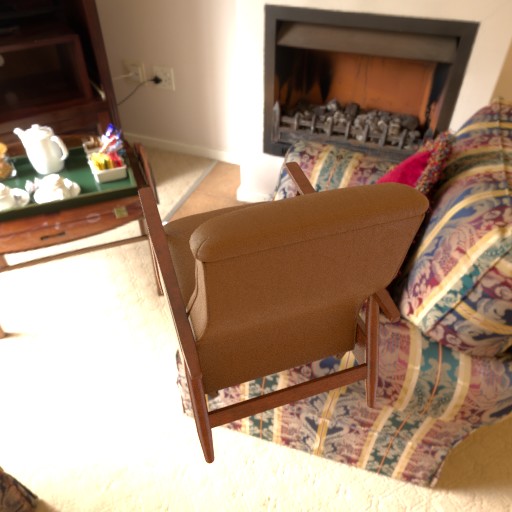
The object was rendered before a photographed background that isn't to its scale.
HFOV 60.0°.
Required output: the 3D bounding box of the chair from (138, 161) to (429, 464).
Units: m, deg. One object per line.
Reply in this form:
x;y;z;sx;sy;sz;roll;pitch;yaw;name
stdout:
0.000;0.000;1.761;0.762;1.082;1.014;-13;43;-14;chair
